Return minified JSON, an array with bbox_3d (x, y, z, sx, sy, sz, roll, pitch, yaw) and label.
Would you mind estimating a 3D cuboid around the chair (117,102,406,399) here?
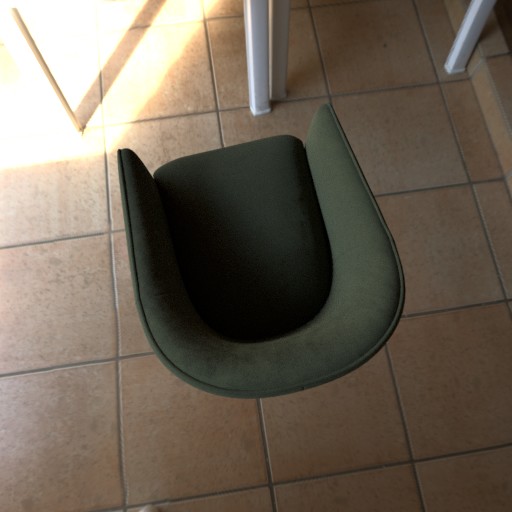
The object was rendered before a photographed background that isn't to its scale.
[{"bbox_3d":[0.000,0.000,1.479,0.747,0.799,0.875,-14,74,-4],"label":"chair"}]
